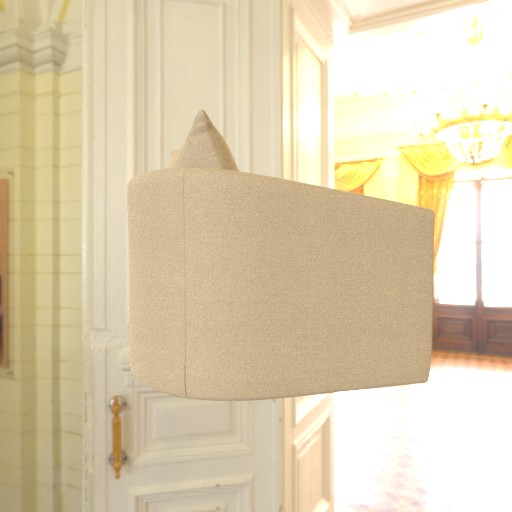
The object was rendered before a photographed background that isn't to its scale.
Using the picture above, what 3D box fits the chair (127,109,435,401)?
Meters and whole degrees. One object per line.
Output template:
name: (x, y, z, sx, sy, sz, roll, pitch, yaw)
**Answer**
chair: (0.000, 0.000, 1.623, 0.910, 0.848, 0.845, 0, 0, -18)
